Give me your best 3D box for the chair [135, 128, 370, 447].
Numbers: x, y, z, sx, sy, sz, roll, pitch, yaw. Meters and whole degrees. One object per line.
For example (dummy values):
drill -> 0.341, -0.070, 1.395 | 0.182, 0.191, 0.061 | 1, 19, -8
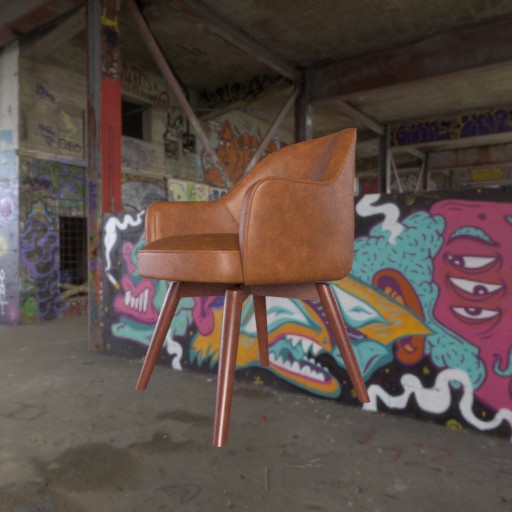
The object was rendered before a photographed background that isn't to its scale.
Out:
chair -> 0.000, 0.000, 1.247 | 0.640, 0.777, 0.591 | -1, 1, -35
